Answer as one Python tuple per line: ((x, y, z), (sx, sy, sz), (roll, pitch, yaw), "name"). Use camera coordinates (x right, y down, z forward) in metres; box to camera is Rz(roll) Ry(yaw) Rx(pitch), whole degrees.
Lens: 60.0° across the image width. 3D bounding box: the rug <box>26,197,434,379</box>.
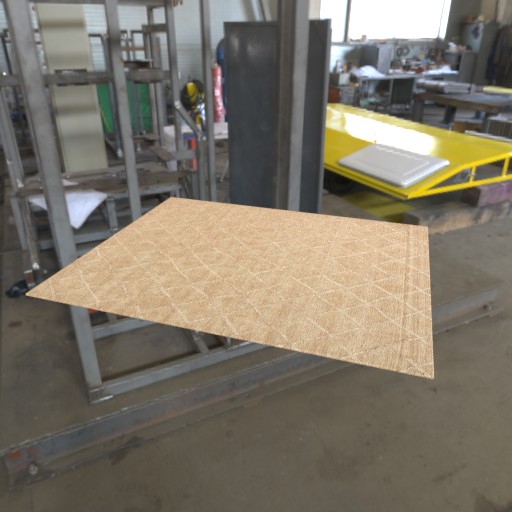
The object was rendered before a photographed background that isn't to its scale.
((0.000, 0.000, 4.102), (3.039, 0.019, 2.420), (8, 28, 16), "rug")
